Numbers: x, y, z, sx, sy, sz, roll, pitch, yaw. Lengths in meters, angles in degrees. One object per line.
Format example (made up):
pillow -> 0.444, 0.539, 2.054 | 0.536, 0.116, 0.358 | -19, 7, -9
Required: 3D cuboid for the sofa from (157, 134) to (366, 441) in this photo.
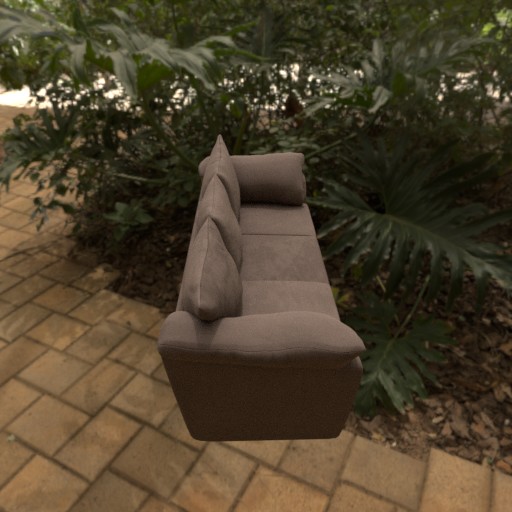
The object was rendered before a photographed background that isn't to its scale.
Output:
sofa -> 0.000, 0.000, 2.905 | 0.893, 0.981, 2.377 | -1, 32, -1
